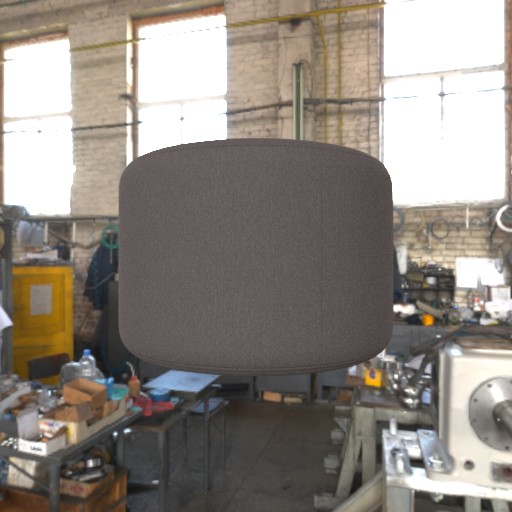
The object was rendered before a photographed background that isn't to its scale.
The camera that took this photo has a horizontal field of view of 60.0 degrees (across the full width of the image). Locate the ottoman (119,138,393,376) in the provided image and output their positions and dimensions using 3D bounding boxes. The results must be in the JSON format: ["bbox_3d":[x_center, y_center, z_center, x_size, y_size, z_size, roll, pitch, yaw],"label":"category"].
[{"bbox_3d":[0.000,0.000,1.026,0.608,0.433,0.608,0,0,0],"label":"ottoman"}]
